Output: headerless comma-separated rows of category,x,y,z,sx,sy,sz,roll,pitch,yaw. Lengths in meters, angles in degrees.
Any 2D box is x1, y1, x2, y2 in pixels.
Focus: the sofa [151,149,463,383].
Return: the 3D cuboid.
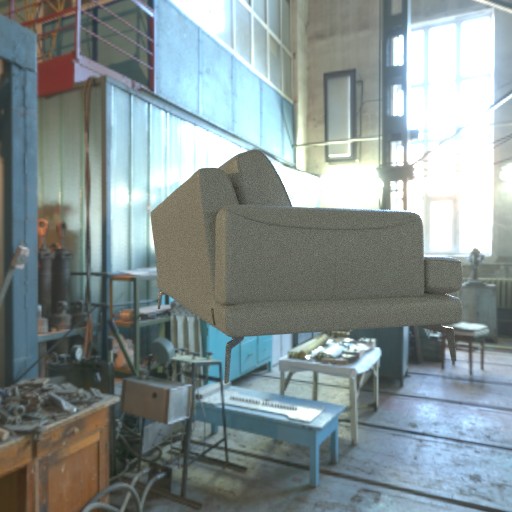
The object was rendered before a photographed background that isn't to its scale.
sofa,0.000,0.000,2.377,0.974,0.765,1.940,0,1,-19
